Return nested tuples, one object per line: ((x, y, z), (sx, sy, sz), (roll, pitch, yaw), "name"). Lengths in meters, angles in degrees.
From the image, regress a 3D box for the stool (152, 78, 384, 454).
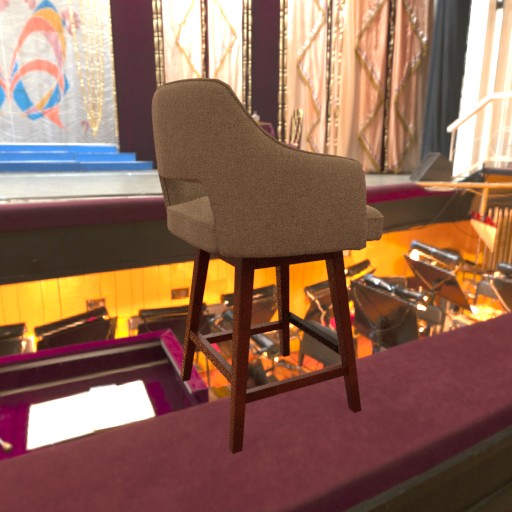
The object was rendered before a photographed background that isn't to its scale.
((0.000, 0.000, 1.339), (0.558, 0.944, 0.599), (-7, 15, -27), "stool")
